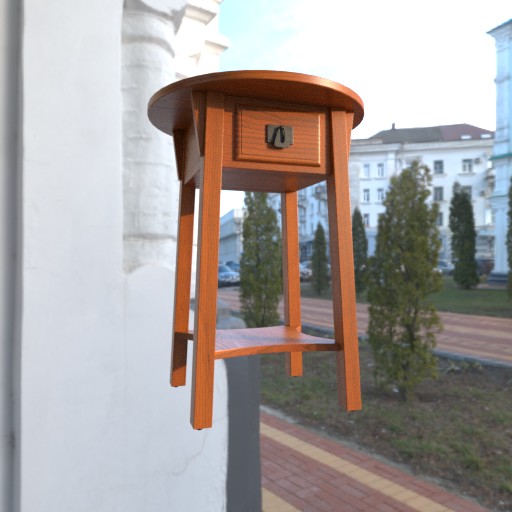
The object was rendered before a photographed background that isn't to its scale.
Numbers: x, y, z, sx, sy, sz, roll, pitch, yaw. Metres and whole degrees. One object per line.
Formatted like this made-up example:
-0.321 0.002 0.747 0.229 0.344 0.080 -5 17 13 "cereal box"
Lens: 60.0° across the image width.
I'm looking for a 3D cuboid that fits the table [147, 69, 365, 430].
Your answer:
0.000 0.000 0.955 0.457 0.610 0.457 0 -1 0 "table"
